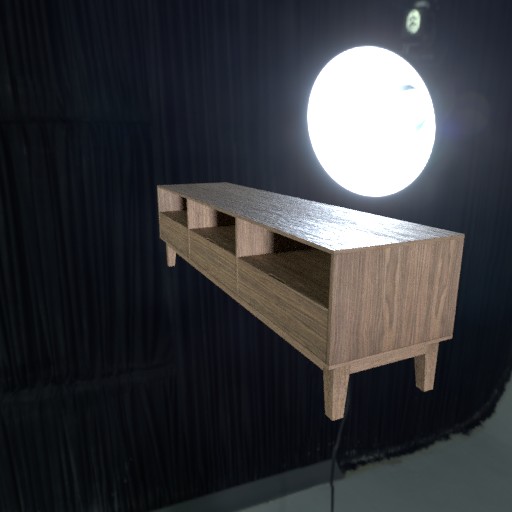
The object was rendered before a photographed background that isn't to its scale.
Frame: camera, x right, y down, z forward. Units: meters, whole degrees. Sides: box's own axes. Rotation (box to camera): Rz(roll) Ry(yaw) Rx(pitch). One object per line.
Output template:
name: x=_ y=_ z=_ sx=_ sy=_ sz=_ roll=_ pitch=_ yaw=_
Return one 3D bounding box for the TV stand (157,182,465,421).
TV stand: x=0.000 y=0.000 z=1.651 sx=0.366 sy=0.409 sz=1.482 roll=-7 pitch=16 yaw=-25
